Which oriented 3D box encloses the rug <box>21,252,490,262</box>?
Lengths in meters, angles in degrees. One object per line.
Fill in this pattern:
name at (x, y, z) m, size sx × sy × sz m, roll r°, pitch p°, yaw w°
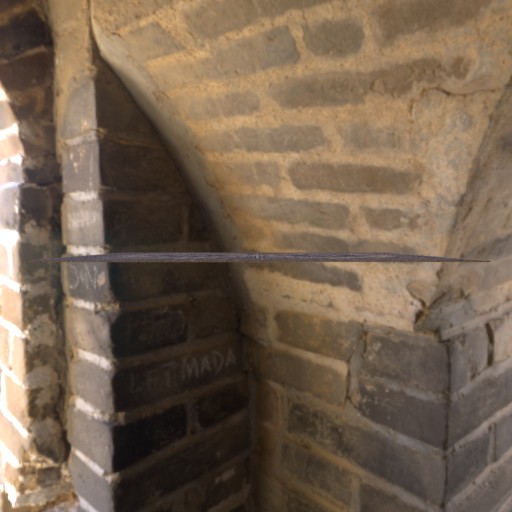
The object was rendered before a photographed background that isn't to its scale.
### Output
rug at (0.000, 0.000, 2.901) m, size 2.227 × 0.008 × 1.611 m, roll 0°, pitch 2°, yaw 0°
